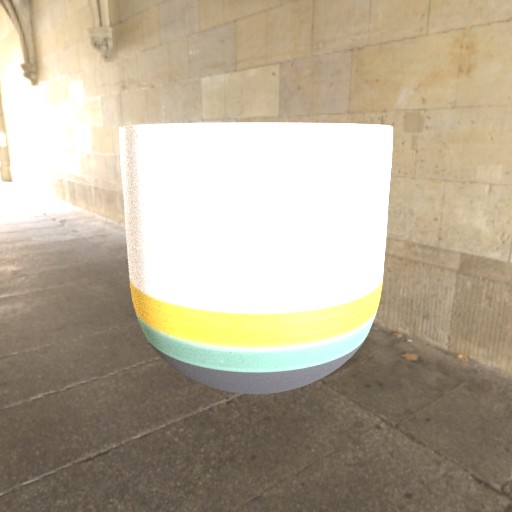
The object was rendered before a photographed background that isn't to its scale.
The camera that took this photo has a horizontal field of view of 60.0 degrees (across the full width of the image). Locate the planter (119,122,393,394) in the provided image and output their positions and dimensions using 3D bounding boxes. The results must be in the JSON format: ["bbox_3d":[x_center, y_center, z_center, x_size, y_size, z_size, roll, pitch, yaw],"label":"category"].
[{"bbox_3d":[0.000,0.000,0.483,0.268,0.270,0.268,0,15,0],"label":"planter"}]
